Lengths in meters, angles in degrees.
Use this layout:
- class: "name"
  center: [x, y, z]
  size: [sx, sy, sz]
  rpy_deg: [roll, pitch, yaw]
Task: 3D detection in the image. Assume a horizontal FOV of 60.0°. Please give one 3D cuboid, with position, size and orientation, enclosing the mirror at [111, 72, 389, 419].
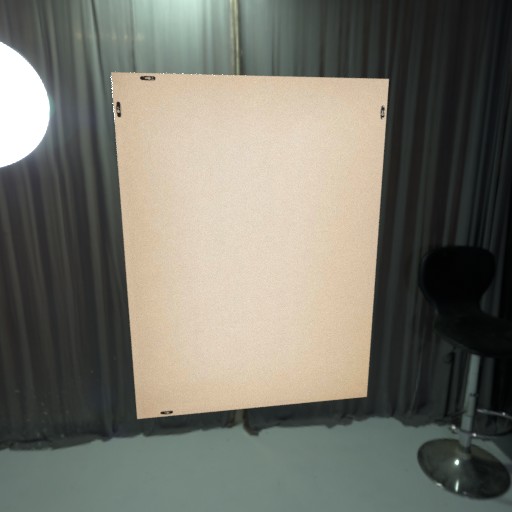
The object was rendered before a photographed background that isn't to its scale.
- class: "mirror"
  center: [0.000, 0.000, 1.341]
  size: [0.762, 1.016, 0.041]
  rpy_deg: [-2, 15, -9]
